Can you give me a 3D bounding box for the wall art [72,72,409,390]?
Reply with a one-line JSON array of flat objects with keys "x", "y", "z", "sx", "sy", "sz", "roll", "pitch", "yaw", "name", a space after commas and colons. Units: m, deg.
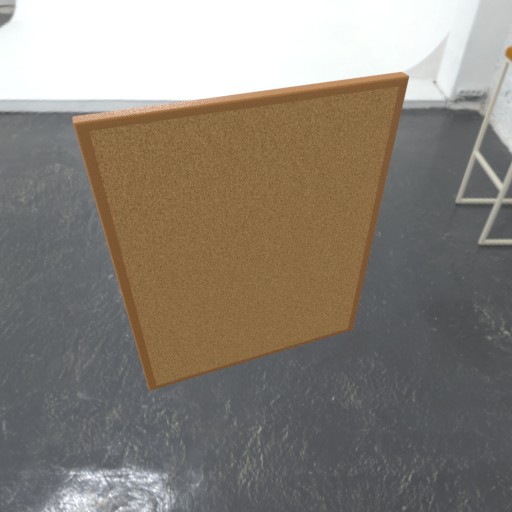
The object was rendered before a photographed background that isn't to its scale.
[{"x": 0.000, "y": 0.000, "z": 0.753, "sx": 0.452, "sy": 0.553, "sz": 0.022, "roll": -13, "pitch": 43, "yaw": -15, "name": "wall art"}]
